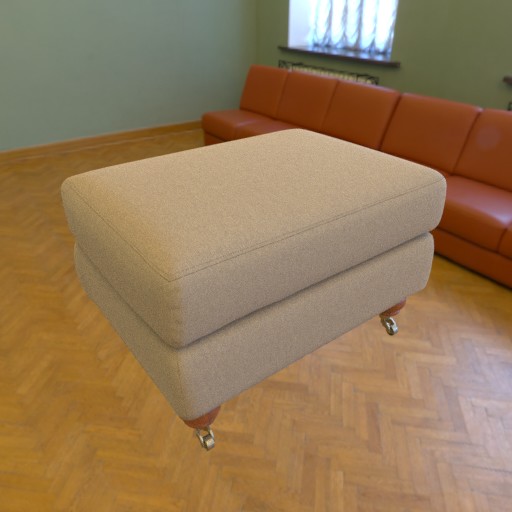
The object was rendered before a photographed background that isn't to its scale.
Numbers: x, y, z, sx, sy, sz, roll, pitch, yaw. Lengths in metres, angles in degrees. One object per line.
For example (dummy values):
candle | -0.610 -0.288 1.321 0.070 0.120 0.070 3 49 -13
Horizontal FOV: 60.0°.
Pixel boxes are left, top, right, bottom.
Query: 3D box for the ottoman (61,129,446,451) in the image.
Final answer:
ottoman | 0.000 0.000 1.142 0.773 0.497 0.574 -21 36 -31
